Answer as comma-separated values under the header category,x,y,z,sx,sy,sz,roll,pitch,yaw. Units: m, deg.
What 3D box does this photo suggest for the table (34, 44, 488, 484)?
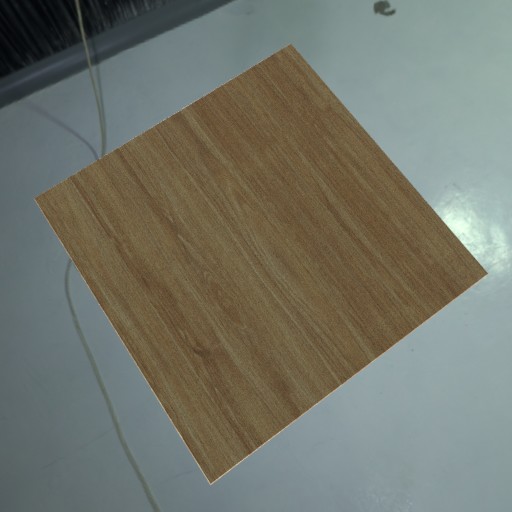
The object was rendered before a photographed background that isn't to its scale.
category,x,y,z,sx,sy,sz,roll,pitch,yaw
table,0.000,0.000,1.440,0.900,0.450,0.900,-34,78,-8
